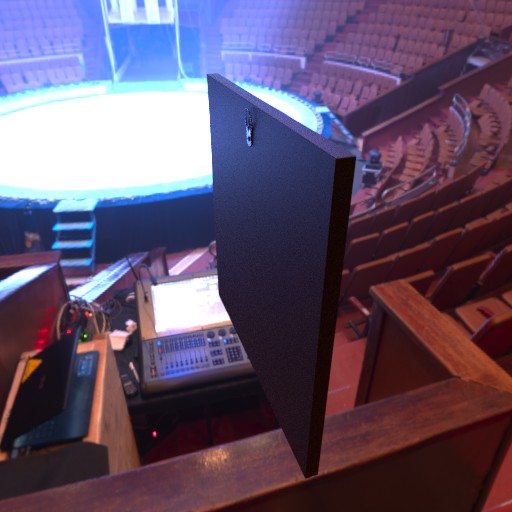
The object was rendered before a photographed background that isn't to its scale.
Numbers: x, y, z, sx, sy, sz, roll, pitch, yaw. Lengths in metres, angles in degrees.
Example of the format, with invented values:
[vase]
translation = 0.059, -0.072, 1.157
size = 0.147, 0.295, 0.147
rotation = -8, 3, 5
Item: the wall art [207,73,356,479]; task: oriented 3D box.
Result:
[wall art]
translation = 0.000, 0.000, 1.200
size = 0.043, 0.807, 0.805
rotation = -10, 33, -16
